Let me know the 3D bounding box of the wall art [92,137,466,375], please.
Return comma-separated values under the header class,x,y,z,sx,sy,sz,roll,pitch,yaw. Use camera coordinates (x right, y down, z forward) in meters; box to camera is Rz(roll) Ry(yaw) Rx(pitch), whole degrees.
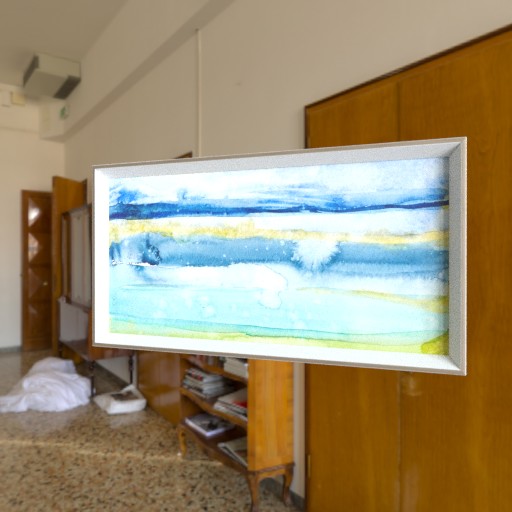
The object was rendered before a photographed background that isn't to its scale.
class,x,y,z,sx,sy,sz,roll,pitch,yaw
wall art,0.000,0.000,0.946,0.812,0.431,0.038,0,0,19
